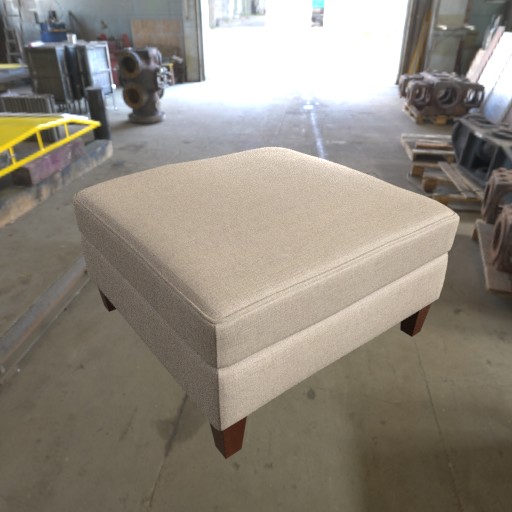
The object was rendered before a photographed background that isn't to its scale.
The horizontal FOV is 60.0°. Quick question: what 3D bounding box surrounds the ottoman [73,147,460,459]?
[{"bbox_3d":[0.000,0.000,1.384,0.838,0.481,0.838,-21,36,-32],"label":"ottoman"}]
